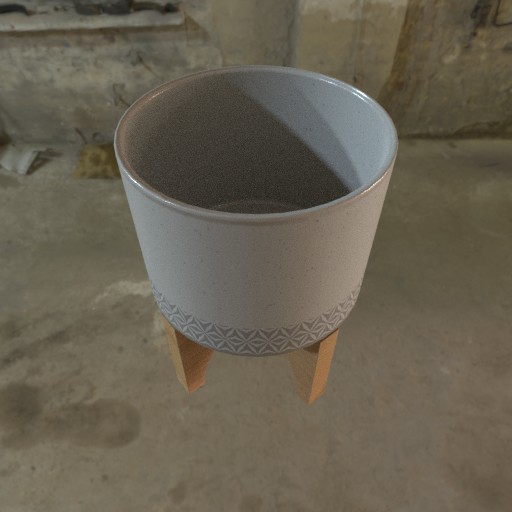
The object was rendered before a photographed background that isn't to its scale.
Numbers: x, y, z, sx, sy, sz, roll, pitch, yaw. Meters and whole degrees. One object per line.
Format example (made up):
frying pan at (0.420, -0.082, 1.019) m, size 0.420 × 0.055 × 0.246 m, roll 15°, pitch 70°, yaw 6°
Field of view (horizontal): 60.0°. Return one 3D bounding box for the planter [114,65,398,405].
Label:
planter at (0.000, 0.000, 0.271) m, size 0.130 × 0.178 × 0.130 m, roll 0°, pitch 47°, yaw 0°
